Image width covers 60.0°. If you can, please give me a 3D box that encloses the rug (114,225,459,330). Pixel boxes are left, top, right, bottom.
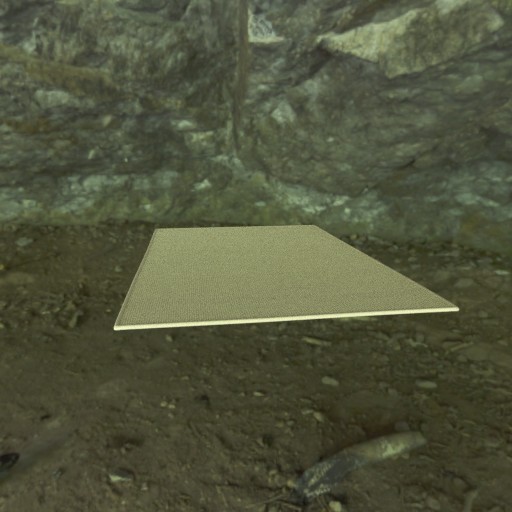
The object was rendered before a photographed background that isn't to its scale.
[{"bbox_3d":[0.000,0.000,2.133,1.067,0.013,1.676,-2,13,-8],"label":"rug"}]
